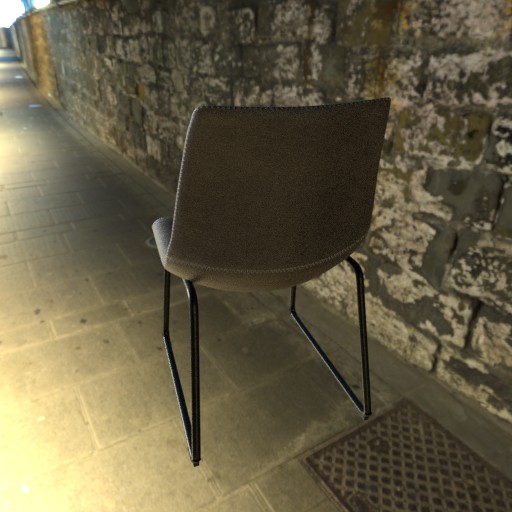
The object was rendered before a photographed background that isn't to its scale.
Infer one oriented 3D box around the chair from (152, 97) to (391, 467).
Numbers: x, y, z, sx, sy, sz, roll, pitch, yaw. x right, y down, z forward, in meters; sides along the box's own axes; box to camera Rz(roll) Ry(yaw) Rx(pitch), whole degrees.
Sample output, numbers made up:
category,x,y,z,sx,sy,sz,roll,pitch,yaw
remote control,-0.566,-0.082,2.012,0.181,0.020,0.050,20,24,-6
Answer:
category,x,y,z,sx,sy,sz,roll,pitch,yaw
chair,0.000,0.000,1.082,0.460,0.780,0.550,-8,28,-16
